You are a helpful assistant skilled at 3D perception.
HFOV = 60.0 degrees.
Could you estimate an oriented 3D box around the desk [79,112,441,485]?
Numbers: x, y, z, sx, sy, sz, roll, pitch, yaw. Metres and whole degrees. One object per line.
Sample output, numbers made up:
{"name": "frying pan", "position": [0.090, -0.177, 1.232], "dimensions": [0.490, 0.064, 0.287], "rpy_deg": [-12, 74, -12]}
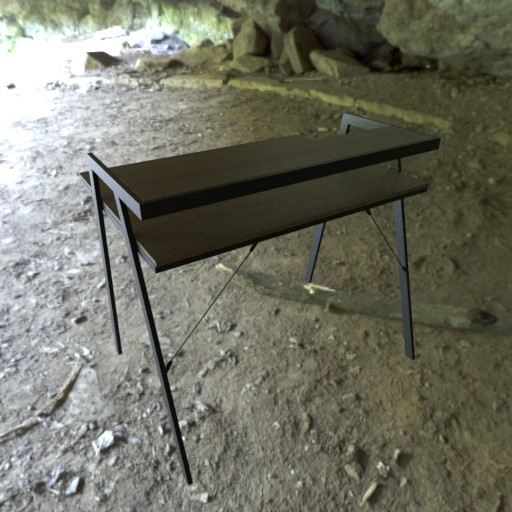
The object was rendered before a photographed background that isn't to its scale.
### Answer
{"name": "desk", "position": [0.000, 0.000, 1.869], "dimensions": [1.143, 0.998, 0.936], "rpy_deg": [-18, 34, -28]}
